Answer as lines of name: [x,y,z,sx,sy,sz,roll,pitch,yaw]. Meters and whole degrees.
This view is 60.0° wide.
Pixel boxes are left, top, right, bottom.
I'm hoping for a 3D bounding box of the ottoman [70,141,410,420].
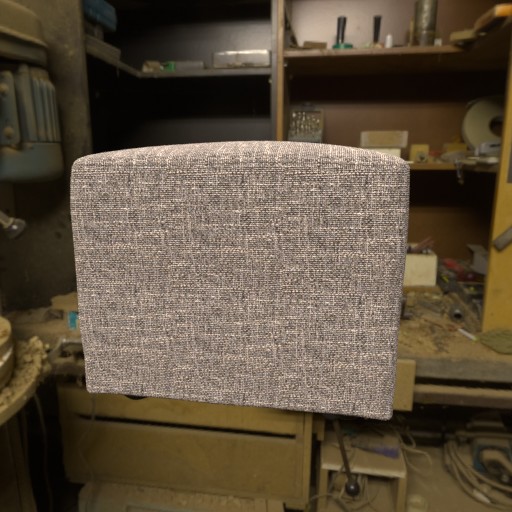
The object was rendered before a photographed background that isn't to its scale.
ottoman: [0.000,0.000,0.912,0.512,0.453,0.521,2,13,9]
